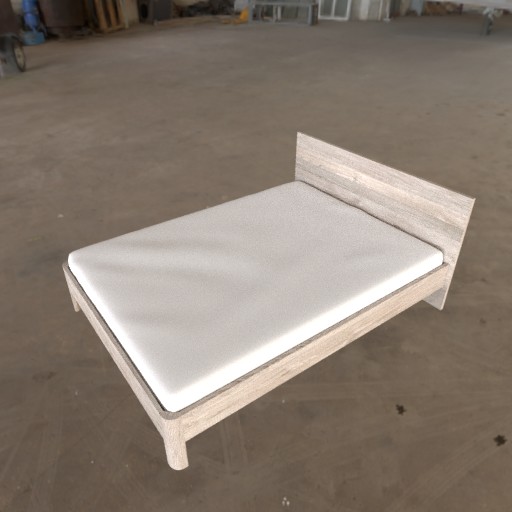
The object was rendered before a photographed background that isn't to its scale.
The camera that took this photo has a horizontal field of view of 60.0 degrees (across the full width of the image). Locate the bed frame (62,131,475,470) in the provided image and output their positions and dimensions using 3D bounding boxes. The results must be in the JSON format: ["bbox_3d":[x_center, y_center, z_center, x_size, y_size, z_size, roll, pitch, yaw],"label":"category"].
[{"bbox_3d":[0.000,0.000,2.714,1.950,0.800,1.490,-22,39,-30],"label":"bed frame"}]
